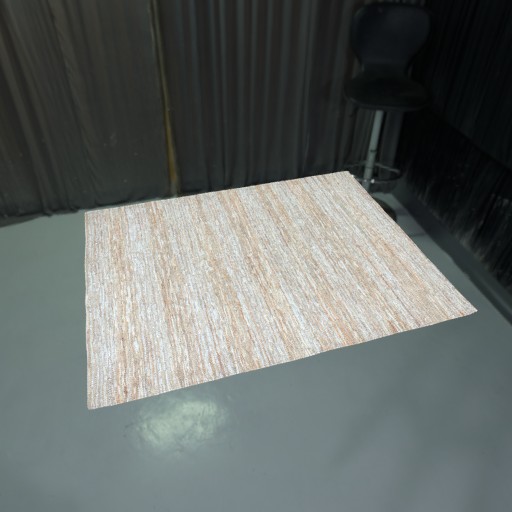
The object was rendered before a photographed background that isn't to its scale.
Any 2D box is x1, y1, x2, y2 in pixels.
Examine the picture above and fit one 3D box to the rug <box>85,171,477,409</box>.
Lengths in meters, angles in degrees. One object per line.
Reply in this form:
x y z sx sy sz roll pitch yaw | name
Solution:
0.000 0.000 3.971 2.939 0.009 2.313 -11 42 -13 | rug
